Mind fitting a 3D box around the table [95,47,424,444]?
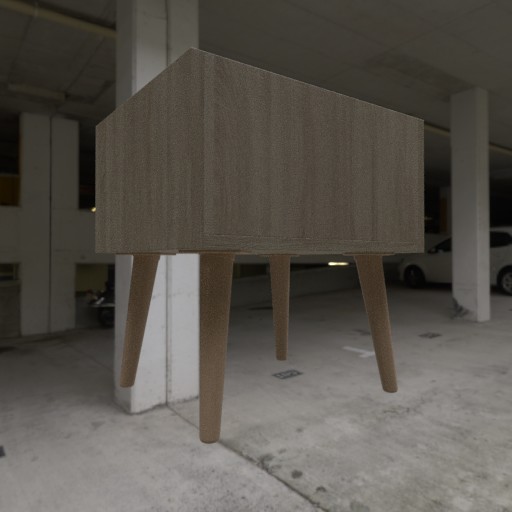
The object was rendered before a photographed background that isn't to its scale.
[{"bbox_3d":[0.000,0.000,0.784,0.450,0.470,0.370,0,-1,-36],"label":"table"}]
